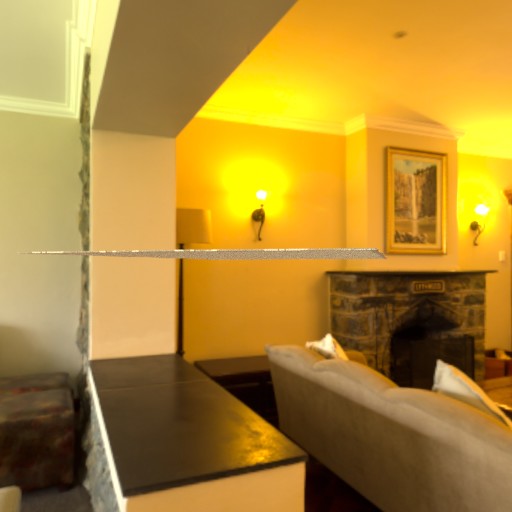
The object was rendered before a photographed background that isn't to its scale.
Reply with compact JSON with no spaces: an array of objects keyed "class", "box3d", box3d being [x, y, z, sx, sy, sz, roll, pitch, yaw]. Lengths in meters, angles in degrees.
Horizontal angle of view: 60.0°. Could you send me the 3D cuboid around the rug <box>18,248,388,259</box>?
[{"class":"rug","box3d":[0.000,0.000,2.710,1.524,0.013,2.135,0,-1,17]}]
